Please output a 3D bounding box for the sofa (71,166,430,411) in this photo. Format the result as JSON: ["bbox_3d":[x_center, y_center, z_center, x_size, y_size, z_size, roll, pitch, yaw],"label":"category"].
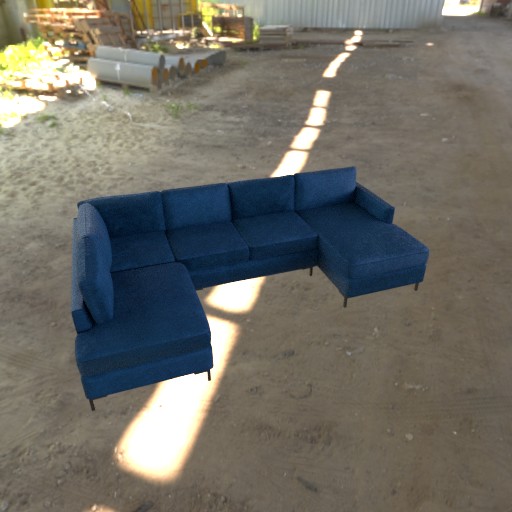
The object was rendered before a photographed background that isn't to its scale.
[{"bbox_3d":[0.000,0.000,4.451,3.434,0.992,2.055,-10,32,-17],"label":"sofa"}]
